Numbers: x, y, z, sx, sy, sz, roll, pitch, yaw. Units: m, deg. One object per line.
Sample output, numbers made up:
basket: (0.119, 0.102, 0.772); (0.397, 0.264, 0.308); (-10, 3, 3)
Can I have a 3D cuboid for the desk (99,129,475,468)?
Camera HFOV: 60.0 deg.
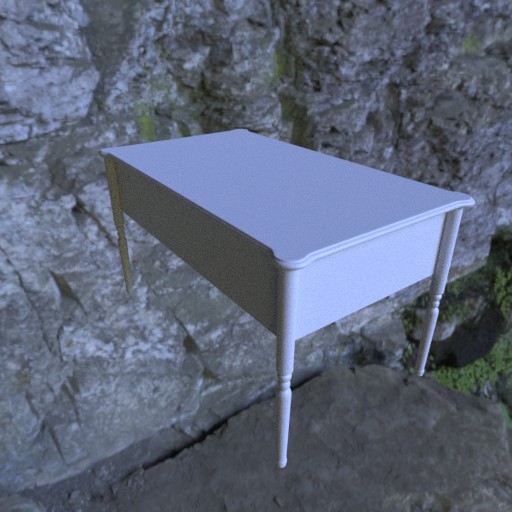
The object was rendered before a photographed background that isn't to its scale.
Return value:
desk: (0.000, 0.000, 1.899); (0.807, 0.762, 1.380); (-18, 33, -31)
